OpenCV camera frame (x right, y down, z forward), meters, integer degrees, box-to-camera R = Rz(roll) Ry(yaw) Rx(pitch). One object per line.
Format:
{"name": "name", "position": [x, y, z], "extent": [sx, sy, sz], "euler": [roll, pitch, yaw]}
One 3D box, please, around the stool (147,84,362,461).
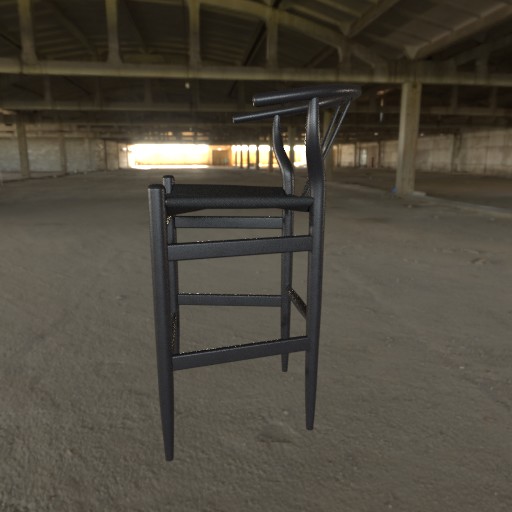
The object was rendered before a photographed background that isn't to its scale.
{"name": "stool", "position": [0.000, 0.000, 1.361], "extent": [0.579, 0.970, 0.569], "euler": [-2, 13, -8]}
